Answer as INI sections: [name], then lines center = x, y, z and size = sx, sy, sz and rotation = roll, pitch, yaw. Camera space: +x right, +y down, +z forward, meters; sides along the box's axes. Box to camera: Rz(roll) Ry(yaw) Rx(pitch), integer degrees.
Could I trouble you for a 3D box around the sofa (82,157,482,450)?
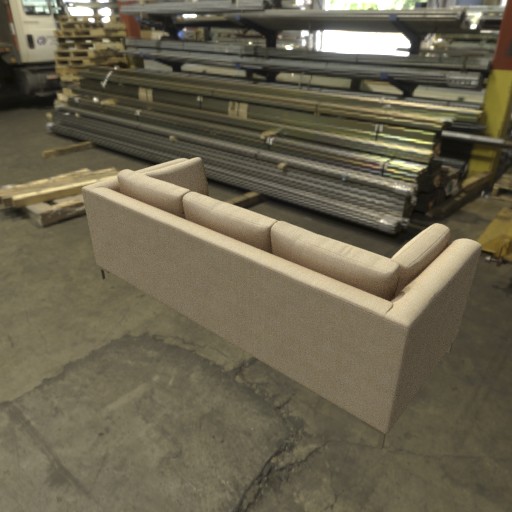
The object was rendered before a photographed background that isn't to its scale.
[sofa]
center = 0.000, 0.000, 2.899
size = 2.415, 0.867, 0.969
rotation = 23, 36, 35
